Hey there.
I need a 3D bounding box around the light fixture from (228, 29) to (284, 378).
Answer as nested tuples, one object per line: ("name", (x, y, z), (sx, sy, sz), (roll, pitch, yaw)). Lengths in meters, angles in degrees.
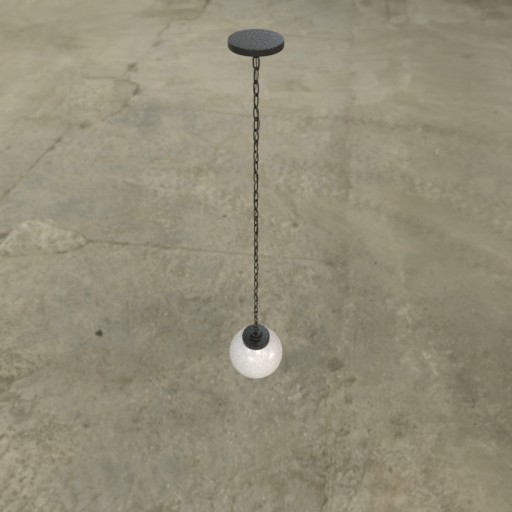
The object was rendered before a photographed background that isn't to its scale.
("light fixture", (0.000, 0.000, 2.002), (0.305, 1.867, 0.304), (29, 52, 26))
